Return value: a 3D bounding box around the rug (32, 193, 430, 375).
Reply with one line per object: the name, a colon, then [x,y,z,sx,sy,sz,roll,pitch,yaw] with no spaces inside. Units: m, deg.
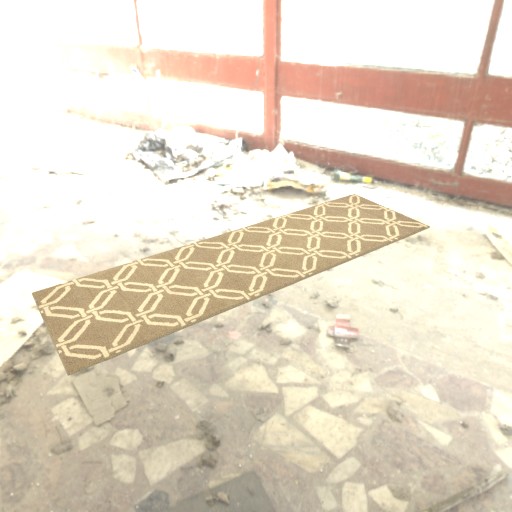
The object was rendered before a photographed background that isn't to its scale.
rug: [0.000,0.000,2.545,2.276,0.014,0.678,-19,36,-29]
